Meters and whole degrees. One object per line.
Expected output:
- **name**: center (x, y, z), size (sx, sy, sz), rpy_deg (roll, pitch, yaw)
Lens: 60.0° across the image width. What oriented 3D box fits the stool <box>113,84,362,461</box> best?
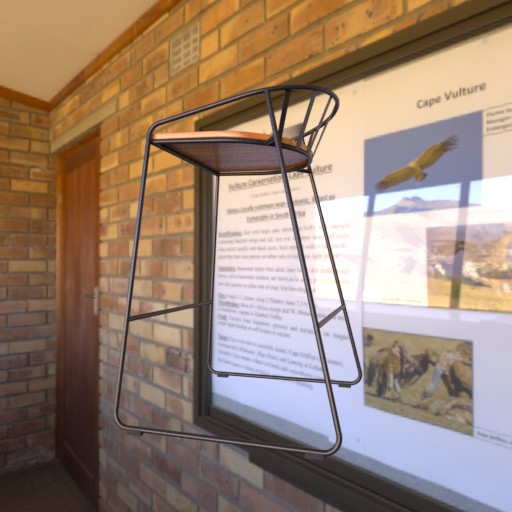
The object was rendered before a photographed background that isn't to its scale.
- **stool**: center (0.000, 0.000, 1.200), size (0.521, 0.812, 0.546), rpy_deg (0, -1, 18)
